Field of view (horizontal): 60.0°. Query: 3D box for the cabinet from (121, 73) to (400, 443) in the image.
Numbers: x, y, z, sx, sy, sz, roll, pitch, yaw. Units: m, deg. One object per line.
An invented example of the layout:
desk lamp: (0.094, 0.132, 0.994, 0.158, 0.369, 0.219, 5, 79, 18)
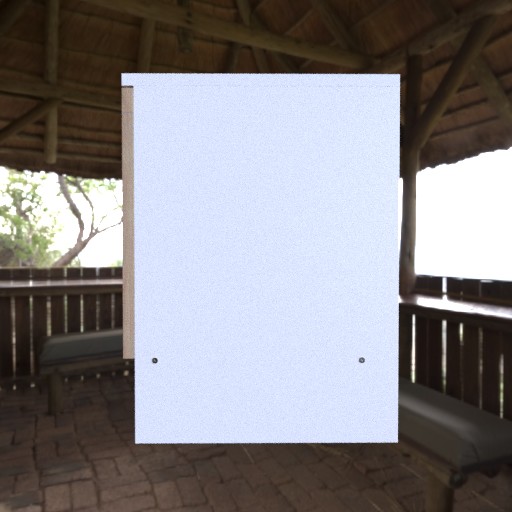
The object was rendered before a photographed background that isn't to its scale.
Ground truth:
cabinet: (0.000, 0.000, 0.926, 0.400, 0.522, 0.600, 0, 1, 0)
